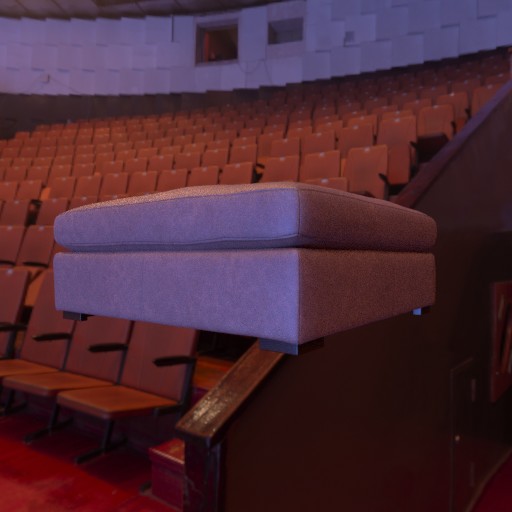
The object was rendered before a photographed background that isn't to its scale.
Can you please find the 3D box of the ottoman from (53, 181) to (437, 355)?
[{"bbox_3d":[0.000,0.000,1.830,1.168,0.490,1.168,0,0,37],"label":"ottoman"}]
